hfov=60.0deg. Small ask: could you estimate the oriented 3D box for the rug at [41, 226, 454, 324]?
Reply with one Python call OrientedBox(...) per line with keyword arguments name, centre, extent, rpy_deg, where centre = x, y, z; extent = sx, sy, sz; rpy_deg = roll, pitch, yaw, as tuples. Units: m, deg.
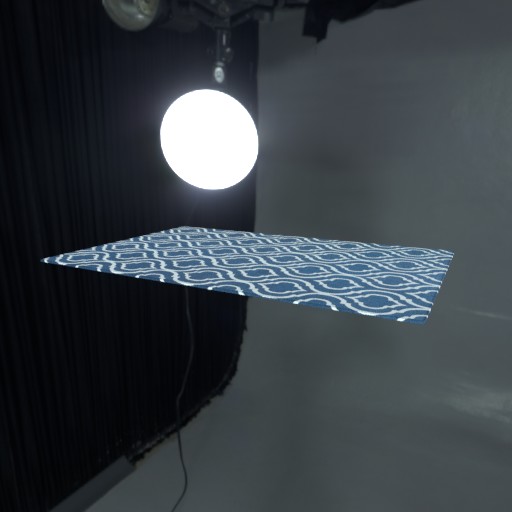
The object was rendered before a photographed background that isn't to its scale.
OrientedBox(name="rug", centre=(0.000, 0.000, 2.228), extent=(1.753, 0.010, 1.143), rpy_deg=(7, 15, 27))
